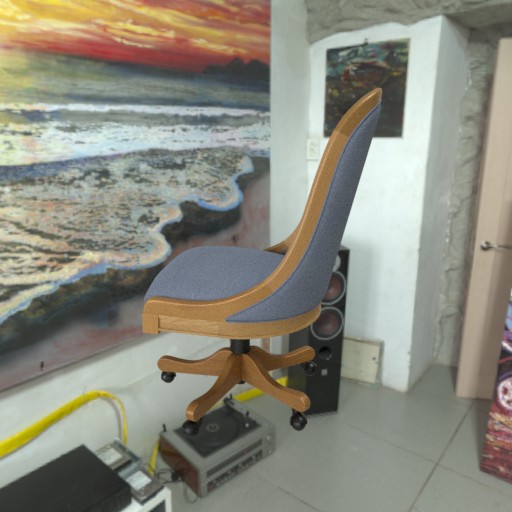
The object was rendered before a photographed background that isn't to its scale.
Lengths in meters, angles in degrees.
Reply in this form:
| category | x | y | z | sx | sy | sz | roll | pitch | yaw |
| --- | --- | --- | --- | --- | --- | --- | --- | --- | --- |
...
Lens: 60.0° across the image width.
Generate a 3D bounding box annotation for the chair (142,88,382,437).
| category | x | y | z | sx | sy | sz | roll | pitch | yaw |
| --- | --- | --- | --- | --- | --- | --- | --- | --- | --- |
| chair | 0.000 | 0.000 | 1.481 | 0.735 | 1.031 | 0.605 | 3 | 15 | 9 |
